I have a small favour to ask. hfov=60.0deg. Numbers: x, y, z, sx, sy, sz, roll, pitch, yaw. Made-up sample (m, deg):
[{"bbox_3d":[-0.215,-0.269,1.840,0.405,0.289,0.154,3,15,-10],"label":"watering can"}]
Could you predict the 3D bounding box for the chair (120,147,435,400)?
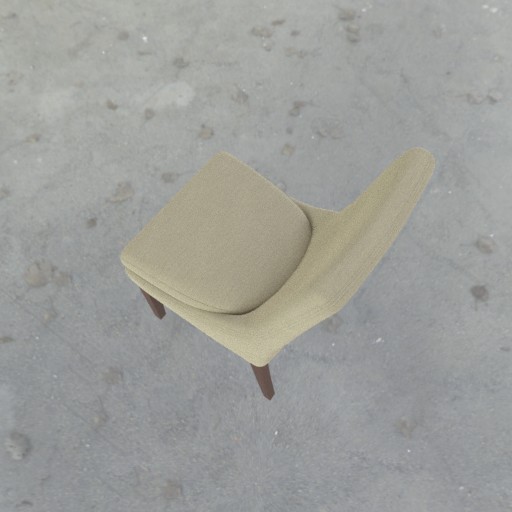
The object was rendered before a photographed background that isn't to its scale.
[{"bbox_3d":[0.000,0.000,1.293,0.638,0.940,0.515,33,67,16],"label":"chair"}]
